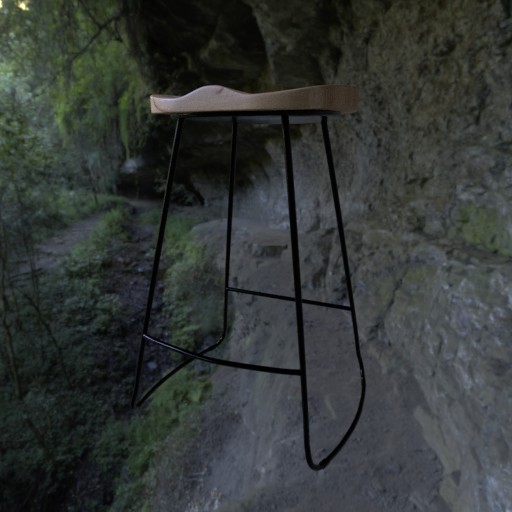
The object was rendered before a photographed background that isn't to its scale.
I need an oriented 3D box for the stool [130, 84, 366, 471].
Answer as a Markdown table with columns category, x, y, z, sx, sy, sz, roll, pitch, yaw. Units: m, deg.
| category | x | y | z | sx | sy | sz | roll | pitch | yaw |
| --- | --- | --- | --- | --- | --- | --- | --- | --- | --- |
| stool | 0.000 | 0.000 | 0.953 | 0.480 | 0.679 | 0.401 | 7 | 16 | 25 |
